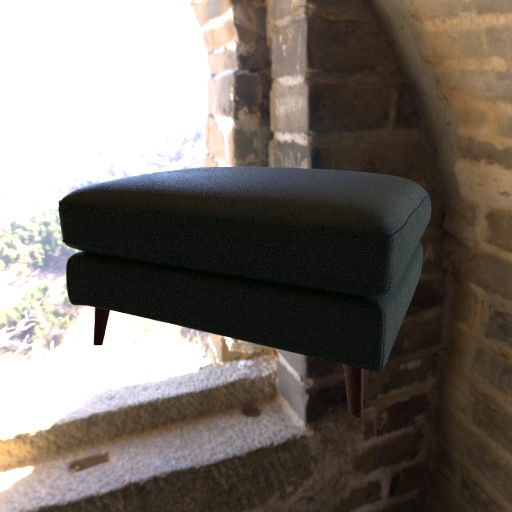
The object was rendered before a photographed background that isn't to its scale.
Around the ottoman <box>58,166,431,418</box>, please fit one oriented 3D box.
[{"bbox_3d":[0.000,0.000,1.174,0.811,0.449,0.608,8,18,25],"label":"ottoman"}]
